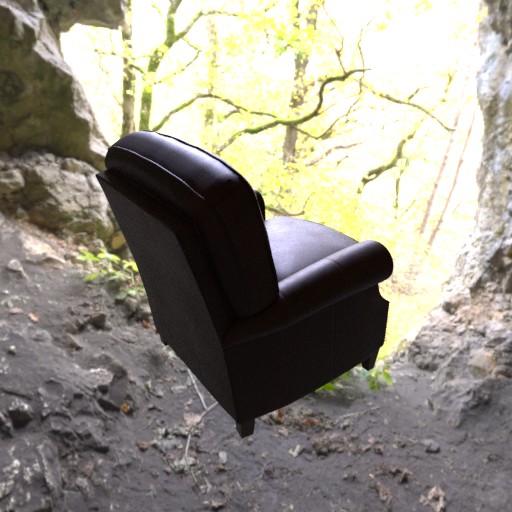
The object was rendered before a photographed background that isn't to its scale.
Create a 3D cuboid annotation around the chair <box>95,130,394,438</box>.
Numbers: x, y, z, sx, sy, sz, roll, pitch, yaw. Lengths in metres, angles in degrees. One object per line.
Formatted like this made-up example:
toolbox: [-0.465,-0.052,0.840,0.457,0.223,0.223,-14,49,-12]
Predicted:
chair: [0.000,0.000,1.797,0.986,1.018,0.936,-17,31,-31]
